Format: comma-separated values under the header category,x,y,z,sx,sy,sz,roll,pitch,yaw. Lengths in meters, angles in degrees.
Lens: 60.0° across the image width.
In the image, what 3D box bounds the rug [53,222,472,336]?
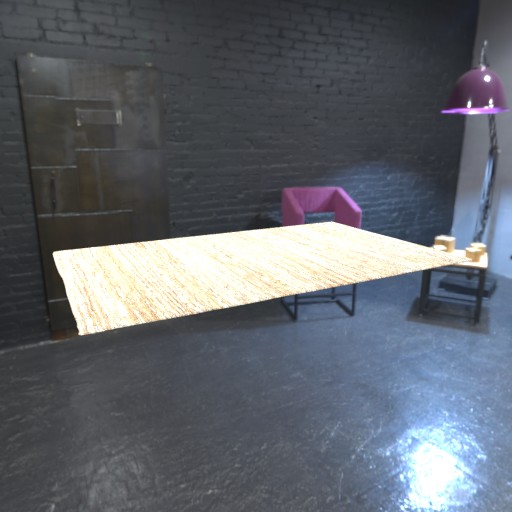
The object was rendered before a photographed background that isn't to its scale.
category,x,y,z,sx,sy,sz,roll,pitch,yaw
rug,0.000,0.000,3.012,2.446,0.009,1.529,-8,17,-27
